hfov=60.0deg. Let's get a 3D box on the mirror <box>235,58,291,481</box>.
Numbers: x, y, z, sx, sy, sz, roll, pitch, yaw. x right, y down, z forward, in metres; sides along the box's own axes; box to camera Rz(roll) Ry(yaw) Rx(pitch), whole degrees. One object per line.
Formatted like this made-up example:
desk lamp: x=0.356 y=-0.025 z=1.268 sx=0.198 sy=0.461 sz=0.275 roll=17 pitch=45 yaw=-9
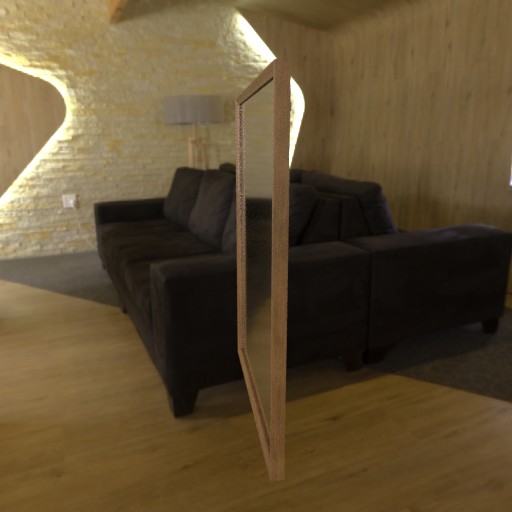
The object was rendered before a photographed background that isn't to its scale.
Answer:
mirror: x=0.000 y=0.000 z=1.395 sx=0.041 sy=1.016 sz=0.762 roll=-2 pitch=14 yaw=-8
